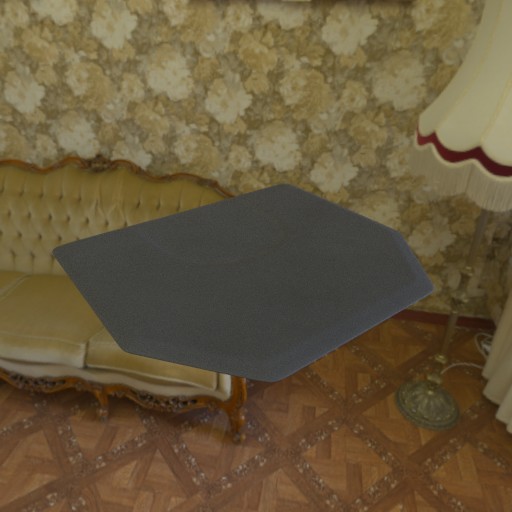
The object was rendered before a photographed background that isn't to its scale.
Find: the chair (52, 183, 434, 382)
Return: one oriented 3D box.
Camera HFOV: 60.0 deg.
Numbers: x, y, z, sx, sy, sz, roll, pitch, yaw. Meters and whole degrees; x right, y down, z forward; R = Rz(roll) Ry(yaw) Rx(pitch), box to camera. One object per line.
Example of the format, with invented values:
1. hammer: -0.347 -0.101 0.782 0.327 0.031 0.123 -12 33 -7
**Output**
1. chair: 0.000 0.000 1.889 1.372 0.024 1.219 -21 36 -31
